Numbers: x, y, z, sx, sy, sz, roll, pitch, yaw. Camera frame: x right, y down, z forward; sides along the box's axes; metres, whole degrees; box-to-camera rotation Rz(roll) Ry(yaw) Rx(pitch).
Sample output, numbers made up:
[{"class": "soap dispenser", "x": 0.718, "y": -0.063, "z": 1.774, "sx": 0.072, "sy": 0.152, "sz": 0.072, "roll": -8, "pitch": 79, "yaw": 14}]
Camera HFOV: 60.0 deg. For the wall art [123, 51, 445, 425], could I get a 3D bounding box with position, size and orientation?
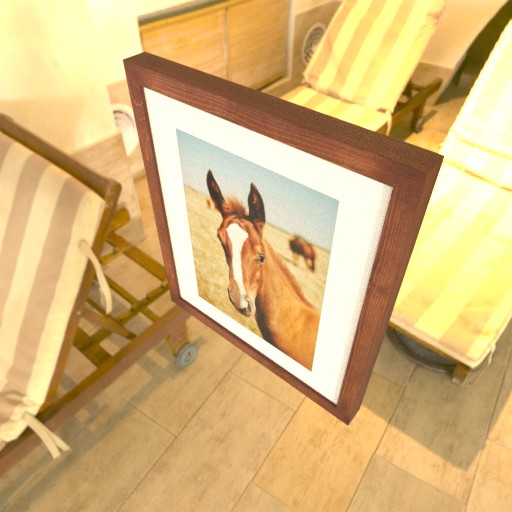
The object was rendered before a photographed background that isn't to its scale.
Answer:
[{"class": "wall art", "x": 0.000, "y": 0.000, "z": 0.520, "sx": 0.330, "sy": 0.381, "sz": 0.030, "roll": 30, "pitch": 51, "yaw": 27}]
